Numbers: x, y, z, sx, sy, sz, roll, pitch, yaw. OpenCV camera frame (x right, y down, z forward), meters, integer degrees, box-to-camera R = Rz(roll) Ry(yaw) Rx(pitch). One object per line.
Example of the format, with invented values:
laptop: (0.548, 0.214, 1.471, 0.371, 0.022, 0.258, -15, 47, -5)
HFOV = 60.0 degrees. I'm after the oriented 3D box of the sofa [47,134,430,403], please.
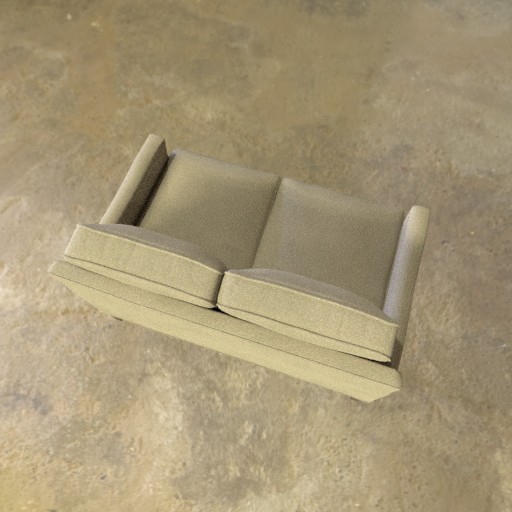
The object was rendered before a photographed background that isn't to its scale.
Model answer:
sofa: (0.000, 0.000, 2.289, 1.597, 1.003, 1.084, 17, 64, 8)
